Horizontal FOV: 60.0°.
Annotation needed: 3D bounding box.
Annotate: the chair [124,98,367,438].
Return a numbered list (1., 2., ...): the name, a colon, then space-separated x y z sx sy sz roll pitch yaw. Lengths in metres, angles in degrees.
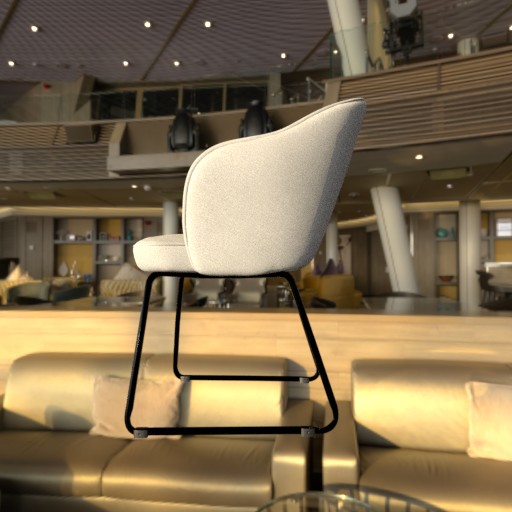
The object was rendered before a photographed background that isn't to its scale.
1. chair: 0.000 0.000 1.229 0.592 0.817 0.570 0 -1 2
